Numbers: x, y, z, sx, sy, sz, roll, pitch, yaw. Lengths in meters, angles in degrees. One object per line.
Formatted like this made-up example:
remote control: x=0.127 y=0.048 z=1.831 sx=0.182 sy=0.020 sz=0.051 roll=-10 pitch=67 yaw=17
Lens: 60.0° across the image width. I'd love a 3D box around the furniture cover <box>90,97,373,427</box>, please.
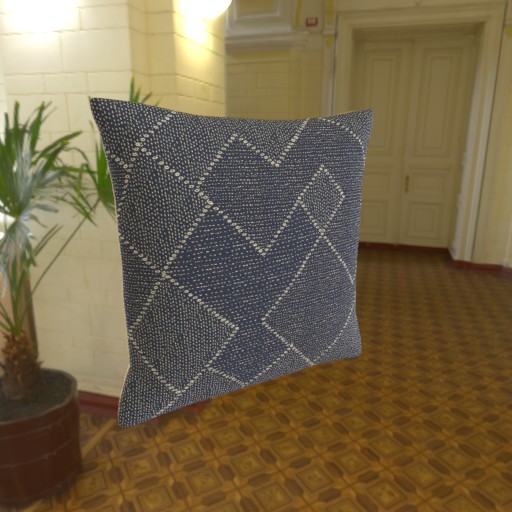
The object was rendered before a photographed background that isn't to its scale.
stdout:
furniture cover: x=0.000 y=0.000 z=0.771 sx=0.511 sy=0.503 sz=0.162 roll=-9 pitch=18 yaw=-28
